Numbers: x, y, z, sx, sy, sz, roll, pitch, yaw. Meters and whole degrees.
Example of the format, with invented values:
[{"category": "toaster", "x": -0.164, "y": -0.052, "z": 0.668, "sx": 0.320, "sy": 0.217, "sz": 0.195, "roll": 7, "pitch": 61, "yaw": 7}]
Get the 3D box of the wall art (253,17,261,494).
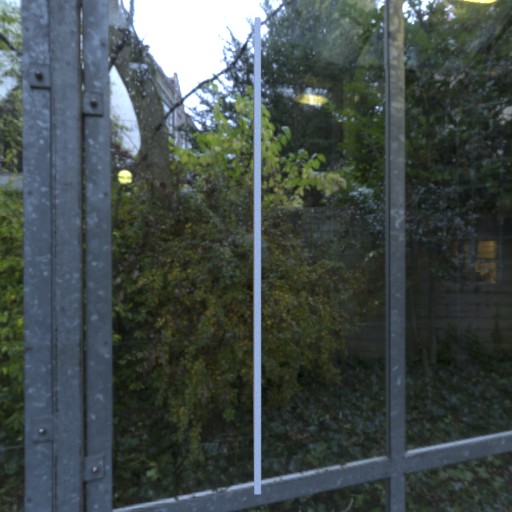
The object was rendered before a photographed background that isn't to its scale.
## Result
[{"category": "wall art", "x": 0.000, "y": 0.000, "z": 1.201, "sx": 0.013, "sy": 0.940, "sz": 0.659, "roll": 0, "pitch": 0, "yaw": -1}]
